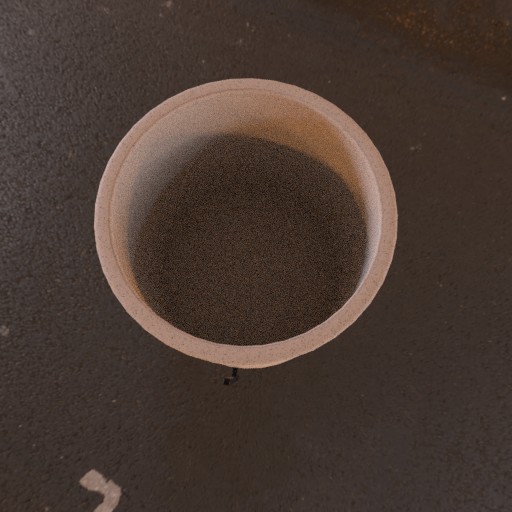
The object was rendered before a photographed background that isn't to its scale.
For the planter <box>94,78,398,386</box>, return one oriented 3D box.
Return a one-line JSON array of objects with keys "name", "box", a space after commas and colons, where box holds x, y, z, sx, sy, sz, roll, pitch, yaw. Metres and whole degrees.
[{"name": "planter", "box": [0.000, 0.000, 0.655, 0.335, 0.423, 0.313, -22, 77, -5]}]
